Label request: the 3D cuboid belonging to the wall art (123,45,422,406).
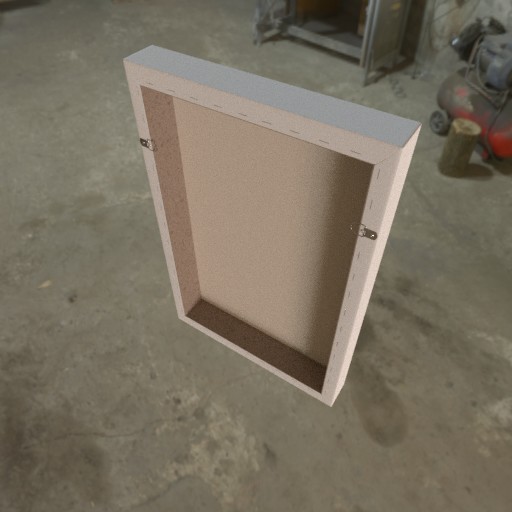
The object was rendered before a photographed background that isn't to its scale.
[{"bbox_3d":[0.000,0.000,0.485,0.252,0.381,0.039,25,51,22],"label":"wall art"}]
